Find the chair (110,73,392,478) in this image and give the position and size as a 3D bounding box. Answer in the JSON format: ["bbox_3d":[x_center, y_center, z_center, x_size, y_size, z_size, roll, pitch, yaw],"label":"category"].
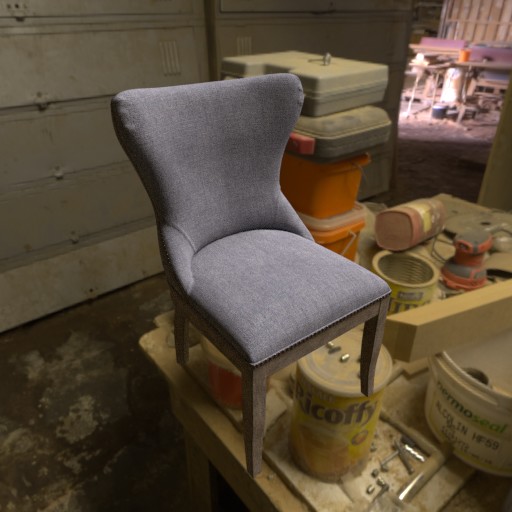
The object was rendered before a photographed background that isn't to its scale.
[{"bbox_3d":[0.000,0.000,1.414,0.654,1.002,0.681,-21,36,-32],"label":"chair"}]
